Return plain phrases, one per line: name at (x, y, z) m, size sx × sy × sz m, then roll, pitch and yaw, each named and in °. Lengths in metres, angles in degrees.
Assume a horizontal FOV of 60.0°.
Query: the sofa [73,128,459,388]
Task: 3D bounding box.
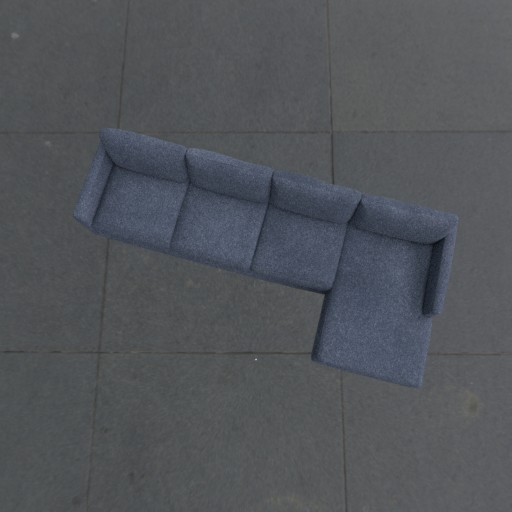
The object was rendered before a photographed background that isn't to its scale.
sofa at (0.000, 0.000, 3.532) m, size 2.932 × 0.810 × 1.350 m, roll 15°, pitch 77°, yaw 3°
